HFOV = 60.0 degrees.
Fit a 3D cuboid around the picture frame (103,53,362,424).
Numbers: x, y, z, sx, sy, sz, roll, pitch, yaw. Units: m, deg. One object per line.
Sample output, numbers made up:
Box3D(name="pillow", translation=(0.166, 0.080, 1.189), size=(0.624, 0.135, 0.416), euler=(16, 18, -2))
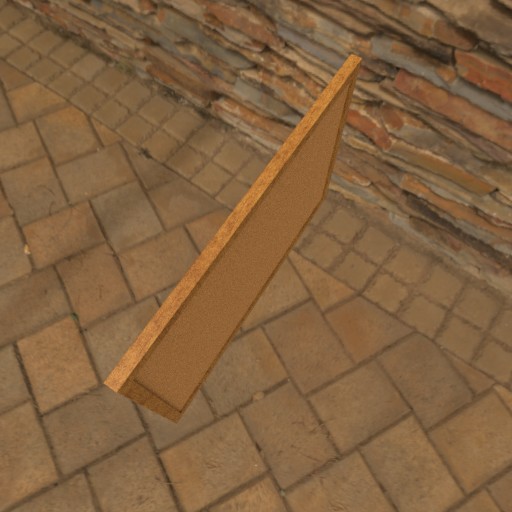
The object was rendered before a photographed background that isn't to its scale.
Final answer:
Box3D(name="picture frame", translation=(0.000, 0.000, 1.190), size=(0.029, 0.621, 0.922), euler=(30, 68, 13))
